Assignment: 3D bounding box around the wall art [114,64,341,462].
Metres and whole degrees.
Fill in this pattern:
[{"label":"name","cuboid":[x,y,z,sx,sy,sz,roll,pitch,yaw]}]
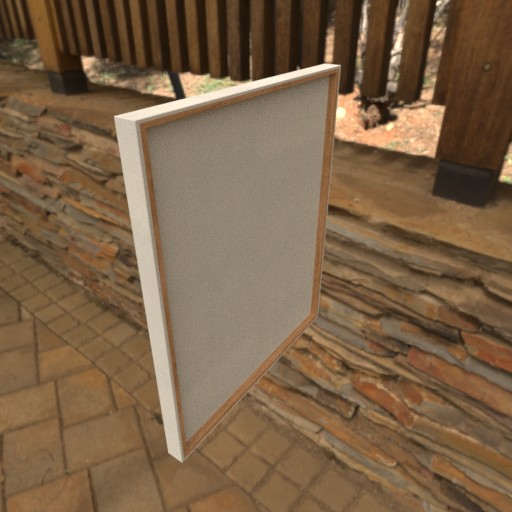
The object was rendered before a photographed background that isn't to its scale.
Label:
[{"label":"wall art","cuboid":[0.000,0.000,0.826,0.037,0.606,0.508,20,36,30]}]
